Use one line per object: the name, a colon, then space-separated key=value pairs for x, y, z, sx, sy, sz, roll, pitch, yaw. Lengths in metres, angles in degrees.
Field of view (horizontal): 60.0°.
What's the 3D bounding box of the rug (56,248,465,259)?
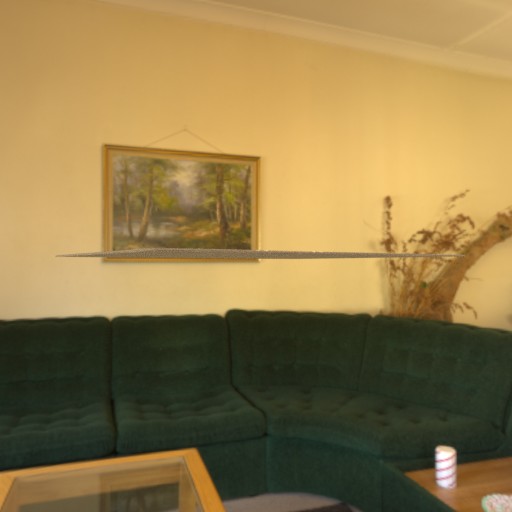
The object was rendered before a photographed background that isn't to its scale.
rug: x=0.000 y=0.000 z=3.980 sx=2.895 sy=0.018 sz=2.288 roll=1 pitch=-1 yaw=-36
